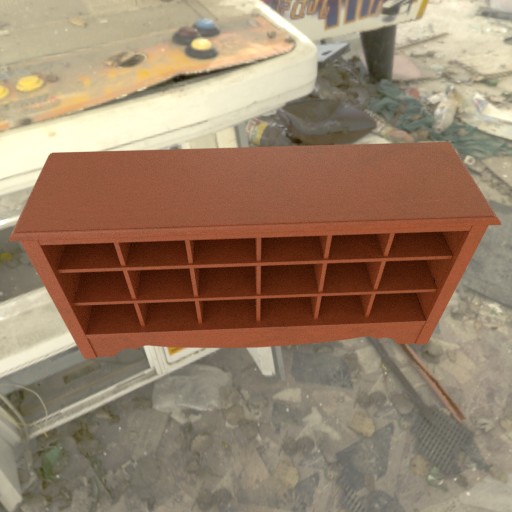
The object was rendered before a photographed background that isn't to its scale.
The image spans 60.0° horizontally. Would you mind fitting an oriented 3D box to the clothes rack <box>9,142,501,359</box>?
[{"bbox_3d":[0.000,0.000,1.452,1.251,0.594,0.362,-2,47,-2],"label":"clothes rack"}]
